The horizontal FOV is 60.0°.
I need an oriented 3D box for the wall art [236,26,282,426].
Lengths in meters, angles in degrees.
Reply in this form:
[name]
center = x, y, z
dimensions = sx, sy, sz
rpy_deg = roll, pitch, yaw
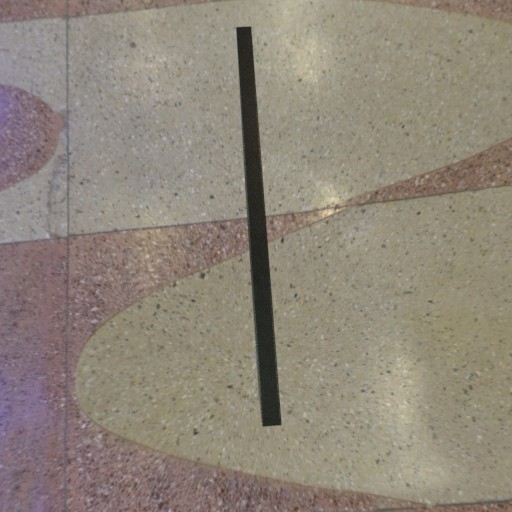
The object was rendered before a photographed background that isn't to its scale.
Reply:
[wall art]
center = 0.000, 0.000, 0.536
dimensions = 0.014, 0.349, 0.349
rpy_deg = -4, 75, -1
